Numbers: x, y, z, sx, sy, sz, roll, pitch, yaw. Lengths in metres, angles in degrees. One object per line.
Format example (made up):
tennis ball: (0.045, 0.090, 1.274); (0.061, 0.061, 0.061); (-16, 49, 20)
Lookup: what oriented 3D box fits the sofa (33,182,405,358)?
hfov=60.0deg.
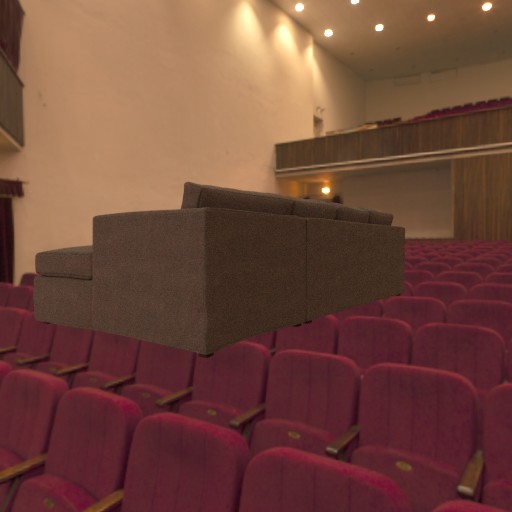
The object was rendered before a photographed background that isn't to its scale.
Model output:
sofa: (0.000, 0.000, 3.904); (1.650, 0.922, 3.205); (1, 2, 35)
